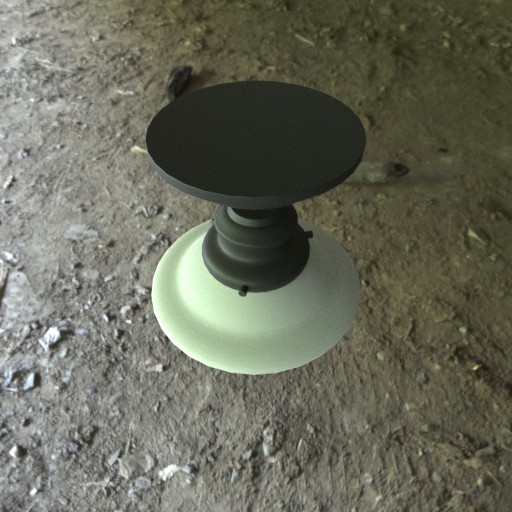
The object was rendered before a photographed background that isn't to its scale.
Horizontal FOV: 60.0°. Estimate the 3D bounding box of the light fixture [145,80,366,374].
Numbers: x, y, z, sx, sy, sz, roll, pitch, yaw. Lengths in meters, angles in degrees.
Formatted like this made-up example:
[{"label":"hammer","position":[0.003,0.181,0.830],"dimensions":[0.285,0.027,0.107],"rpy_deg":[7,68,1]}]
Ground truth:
[{"label":"light fixture","position":[0.000,0.000,0.399],"dimensions":[0.197,0.254,0.197],"rpy_deg":[0,46,0]}]
